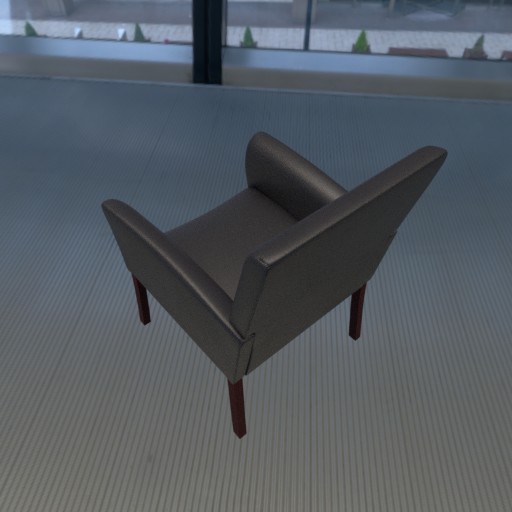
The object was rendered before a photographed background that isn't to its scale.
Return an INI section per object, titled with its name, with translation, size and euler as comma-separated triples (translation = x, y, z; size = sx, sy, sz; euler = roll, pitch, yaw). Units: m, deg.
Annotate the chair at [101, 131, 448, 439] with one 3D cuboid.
[chair]
translation = 0.000, 0.000, 1.502
size = 0.683, 0.951, 0.772
euler = -32, 53, -27
